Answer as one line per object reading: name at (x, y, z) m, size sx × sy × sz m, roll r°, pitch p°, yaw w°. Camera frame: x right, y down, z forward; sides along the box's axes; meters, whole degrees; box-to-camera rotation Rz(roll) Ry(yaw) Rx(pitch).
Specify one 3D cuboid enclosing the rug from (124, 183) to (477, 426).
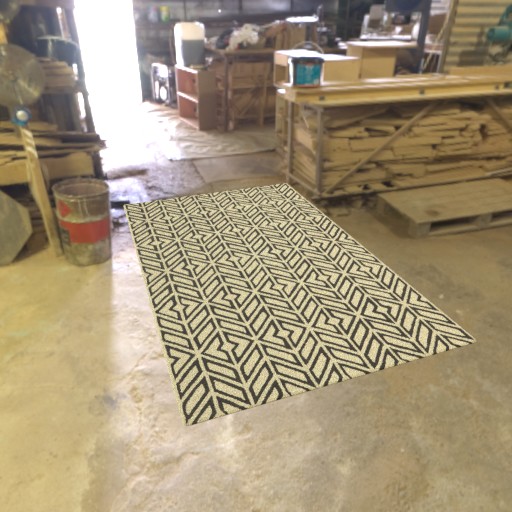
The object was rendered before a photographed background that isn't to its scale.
rug at (0.000, 0.000, 3.027) m, size 1.523 × 0.008 × 2.438 m, roll -10°, pitch 31°, yaw -17°
